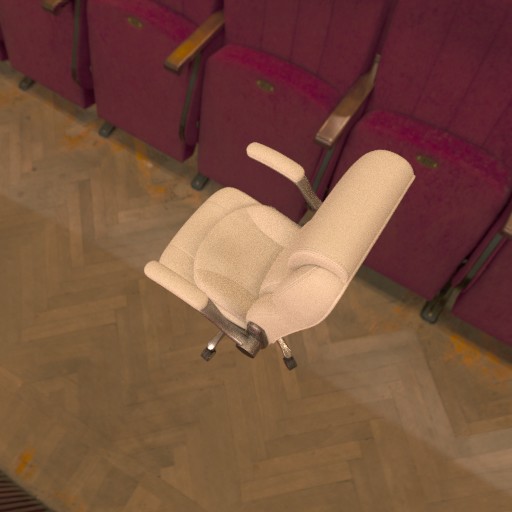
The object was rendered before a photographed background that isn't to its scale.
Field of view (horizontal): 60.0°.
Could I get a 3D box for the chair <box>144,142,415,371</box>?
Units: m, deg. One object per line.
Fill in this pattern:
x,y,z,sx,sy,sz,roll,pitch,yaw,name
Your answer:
0.000,0.000,1.820,0.806,1.330,0.755,31,68,14,chair
